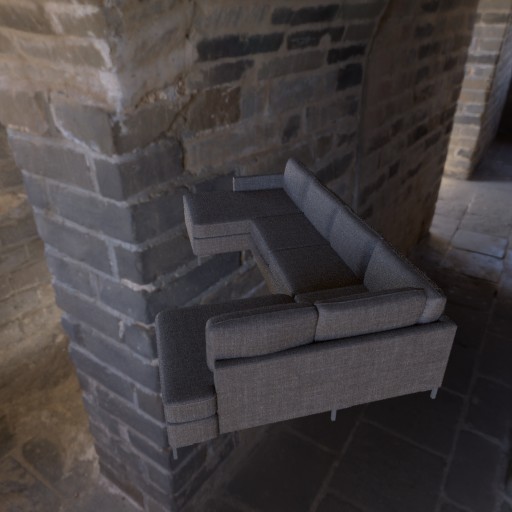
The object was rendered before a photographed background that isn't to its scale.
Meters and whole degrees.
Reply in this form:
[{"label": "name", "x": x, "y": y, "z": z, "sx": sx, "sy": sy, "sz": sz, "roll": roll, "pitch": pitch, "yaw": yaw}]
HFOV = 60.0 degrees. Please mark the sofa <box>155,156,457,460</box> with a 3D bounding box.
[{"label": "sofa", "x": 0.000, "y": 0.000, "z": 4.373, "sx": 2.048, "sy": 0.999, "sz": 3.423, "roll": -7, "pitch": 31, "yaw": -12}]
